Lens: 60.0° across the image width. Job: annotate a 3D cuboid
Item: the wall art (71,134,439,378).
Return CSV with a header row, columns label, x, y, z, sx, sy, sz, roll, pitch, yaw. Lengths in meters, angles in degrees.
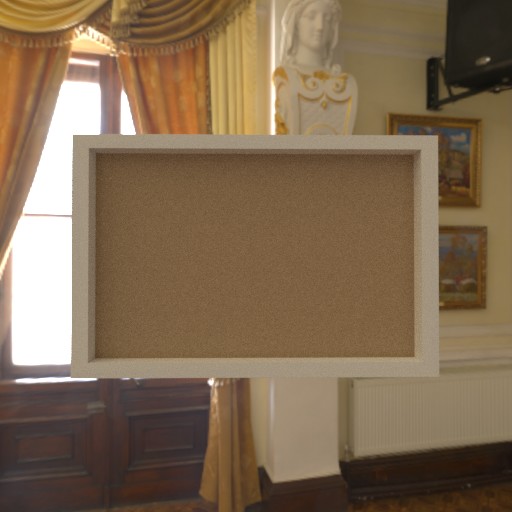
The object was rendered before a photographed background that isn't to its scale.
label,x,y,z,sx,sy,sz,roll,pitch,yaw
wall art,0.000,0.000,0.480,0.384,0.254,0.039,0,-1,-1
